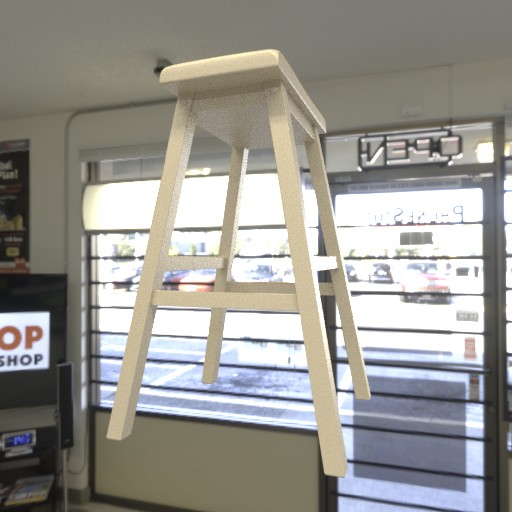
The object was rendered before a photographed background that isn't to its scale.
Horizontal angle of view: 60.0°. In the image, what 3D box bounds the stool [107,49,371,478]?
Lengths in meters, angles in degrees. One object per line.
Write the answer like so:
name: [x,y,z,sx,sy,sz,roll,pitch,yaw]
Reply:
stool: [0.000,0.000,1.028,0.476,0.737,0.457,0,0,20]
